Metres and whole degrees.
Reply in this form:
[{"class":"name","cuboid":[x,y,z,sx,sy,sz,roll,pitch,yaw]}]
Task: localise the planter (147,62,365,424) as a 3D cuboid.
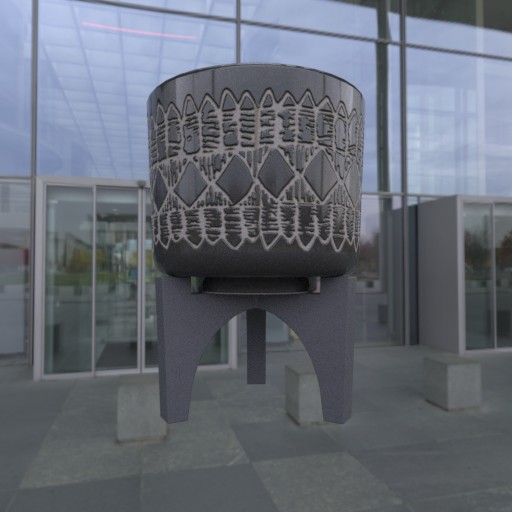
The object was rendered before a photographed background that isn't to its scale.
[{"class":"planter","cuboid":[0.000,0.000,0.267,0.129,0.177,0.129,0,-2,0]}]
